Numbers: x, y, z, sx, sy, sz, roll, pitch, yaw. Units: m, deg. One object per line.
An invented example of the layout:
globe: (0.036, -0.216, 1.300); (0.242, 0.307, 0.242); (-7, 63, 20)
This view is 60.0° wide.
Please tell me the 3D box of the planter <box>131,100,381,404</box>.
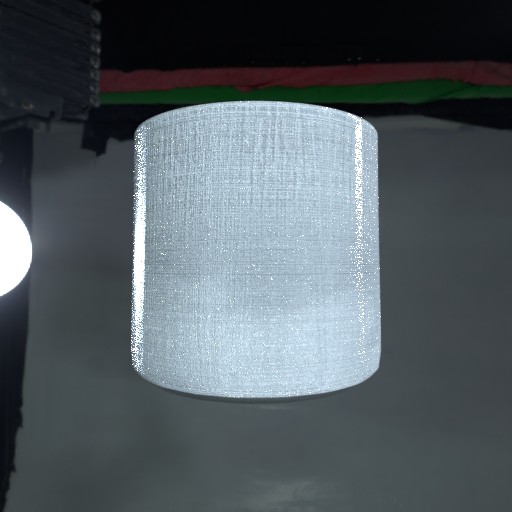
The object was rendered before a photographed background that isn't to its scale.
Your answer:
planter: (0.000, 0.000, 0.296); (0.160, 0.156, 0.160); (0, -1, 0)
